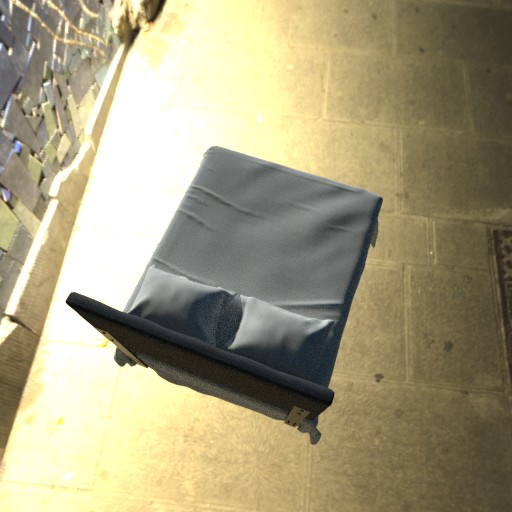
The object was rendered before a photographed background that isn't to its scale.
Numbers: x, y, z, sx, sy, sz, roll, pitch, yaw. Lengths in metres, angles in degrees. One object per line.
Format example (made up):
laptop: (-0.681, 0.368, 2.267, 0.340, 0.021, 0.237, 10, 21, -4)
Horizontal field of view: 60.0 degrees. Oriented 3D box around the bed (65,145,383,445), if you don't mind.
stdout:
bed: (0.000, 0.000, 3.561, 1.936, 1.577, 2.222, 19, 66, 9)
